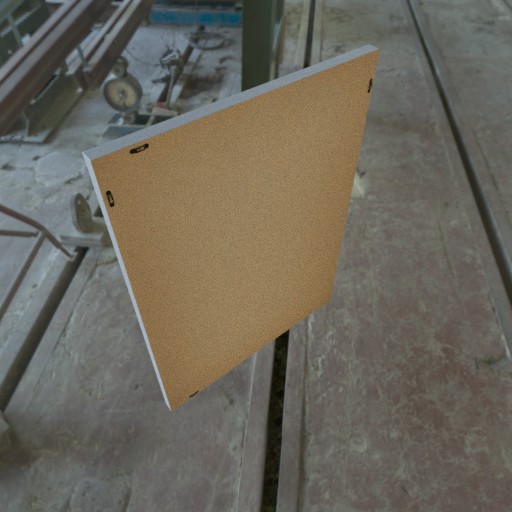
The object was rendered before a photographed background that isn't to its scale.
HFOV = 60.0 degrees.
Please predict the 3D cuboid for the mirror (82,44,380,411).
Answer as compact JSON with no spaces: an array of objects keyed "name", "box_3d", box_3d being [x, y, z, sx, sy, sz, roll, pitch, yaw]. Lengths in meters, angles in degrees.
[{"name":"mirror","box_3d":[0.000,0.000,1.312,0.762,1.016,0.040,-30,54,-25]}]
